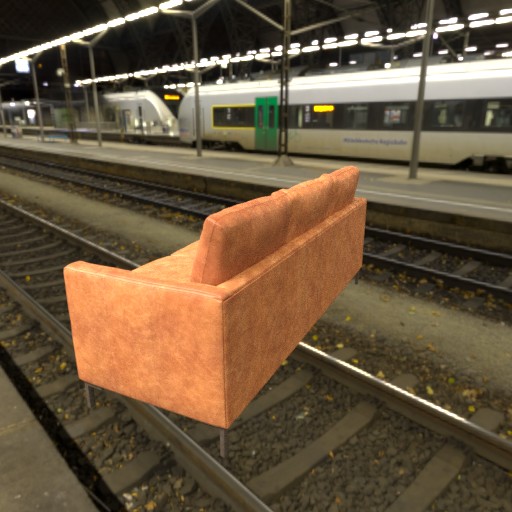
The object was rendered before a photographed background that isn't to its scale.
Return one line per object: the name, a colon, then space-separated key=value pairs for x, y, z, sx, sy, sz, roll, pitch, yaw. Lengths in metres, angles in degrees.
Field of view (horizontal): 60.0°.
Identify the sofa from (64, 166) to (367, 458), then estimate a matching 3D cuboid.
sofa: x=0.000 y=0.000 z=2.436 sx=0.748 sy=0.863 sz=2.029 roll=8 pitch=19 yaw=25
